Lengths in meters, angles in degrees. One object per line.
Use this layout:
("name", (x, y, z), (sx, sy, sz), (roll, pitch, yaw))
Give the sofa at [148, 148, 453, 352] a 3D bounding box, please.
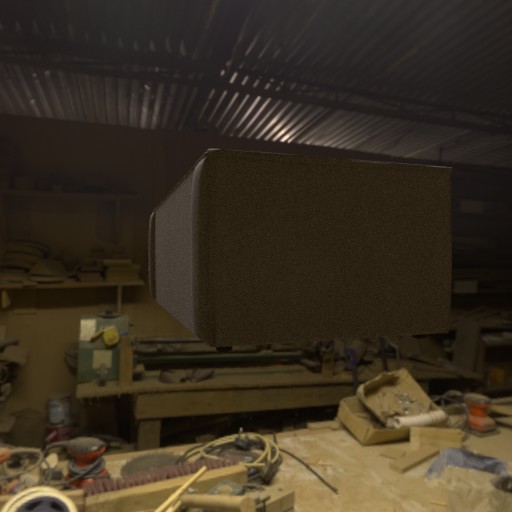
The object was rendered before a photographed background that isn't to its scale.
("sofa", (0.000, 0.000, 2.496), (1.038, 0.680, 1.995), (0, -1, -18))
